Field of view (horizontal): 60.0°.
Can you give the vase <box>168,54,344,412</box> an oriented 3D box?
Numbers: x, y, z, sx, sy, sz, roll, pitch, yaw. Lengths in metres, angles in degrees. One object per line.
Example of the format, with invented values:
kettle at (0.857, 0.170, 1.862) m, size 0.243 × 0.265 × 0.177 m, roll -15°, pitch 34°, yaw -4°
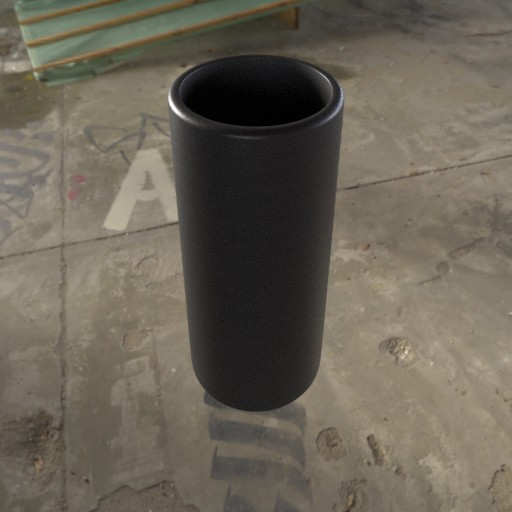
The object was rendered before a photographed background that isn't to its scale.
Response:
vase at (0.000, 0.000, 0.368) m, size 0.136 × 0.289 × 0.136 m, roll 2°, pitch 46°, yaw 2°
